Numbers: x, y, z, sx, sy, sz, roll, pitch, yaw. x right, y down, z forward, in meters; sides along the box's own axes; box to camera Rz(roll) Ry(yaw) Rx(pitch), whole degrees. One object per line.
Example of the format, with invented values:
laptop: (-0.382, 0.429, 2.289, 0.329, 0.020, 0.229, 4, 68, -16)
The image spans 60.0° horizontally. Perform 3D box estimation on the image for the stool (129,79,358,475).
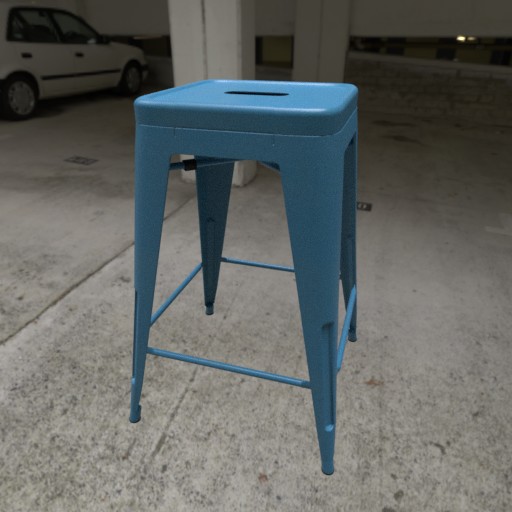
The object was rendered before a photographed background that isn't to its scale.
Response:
stool: (0.000, 0.000, 0.862, 0.410, 0.608, 0.410, 8, 28, 15)
